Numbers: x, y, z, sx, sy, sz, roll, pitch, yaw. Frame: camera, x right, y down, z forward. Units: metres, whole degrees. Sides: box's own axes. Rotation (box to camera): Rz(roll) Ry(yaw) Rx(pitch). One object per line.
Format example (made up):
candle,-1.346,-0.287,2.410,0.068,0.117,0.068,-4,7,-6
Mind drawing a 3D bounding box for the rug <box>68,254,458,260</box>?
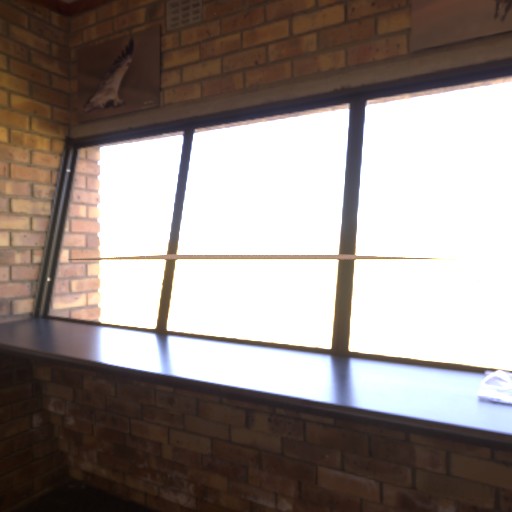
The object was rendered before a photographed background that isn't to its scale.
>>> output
rug,0.000,0.000,3.695,1.981,0.006,2.895,0,1,-2
